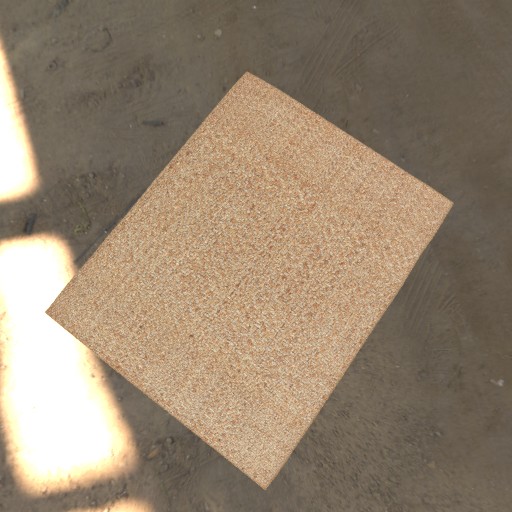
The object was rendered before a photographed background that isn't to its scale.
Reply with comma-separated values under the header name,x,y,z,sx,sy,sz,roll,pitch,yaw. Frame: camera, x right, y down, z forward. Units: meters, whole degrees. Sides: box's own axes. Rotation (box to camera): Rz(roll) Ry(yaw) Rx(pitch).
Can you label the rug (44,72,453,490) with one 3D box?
name,x,y,z,sx,sy,sz,roll,pitch,yaw
rug,0.000,0.000,4.029,2.439,0.013,3.048,35,79,8
